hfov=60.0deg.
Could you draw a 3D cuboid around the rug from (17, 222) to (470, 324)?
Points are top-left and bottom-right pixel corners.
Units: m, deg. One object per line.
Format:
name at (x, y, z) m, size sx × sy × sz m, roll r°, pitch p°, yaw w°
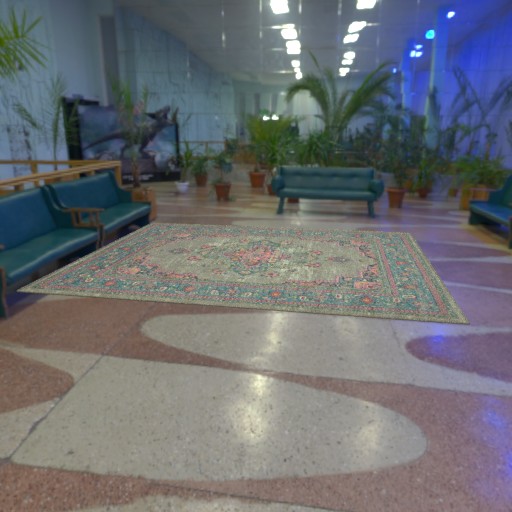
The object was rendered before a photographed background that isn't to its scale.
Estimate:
rug at (0.000, 0.000, 4.061) m, size 3.057 × 0.013 × 2.434 m, roll 3°, pitch 16°, yaw 10°
